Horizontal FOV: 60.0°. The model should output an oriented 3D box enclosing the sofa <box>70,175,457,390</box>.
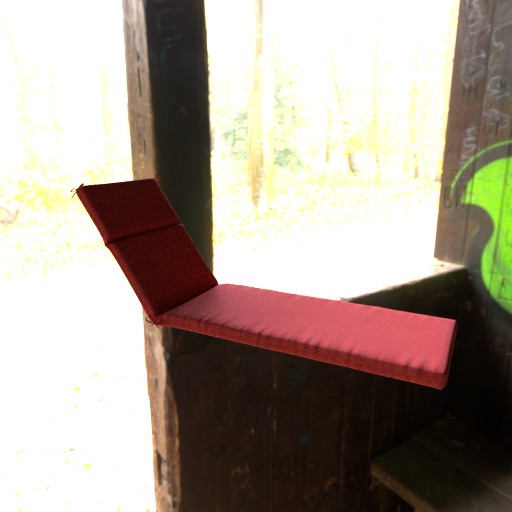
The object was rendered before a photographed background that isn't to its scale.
[{"bbox_3d":[0.000,0.000,1.964,1.663,0.622,0.582,7,16,26],"label":"sofa"}]
